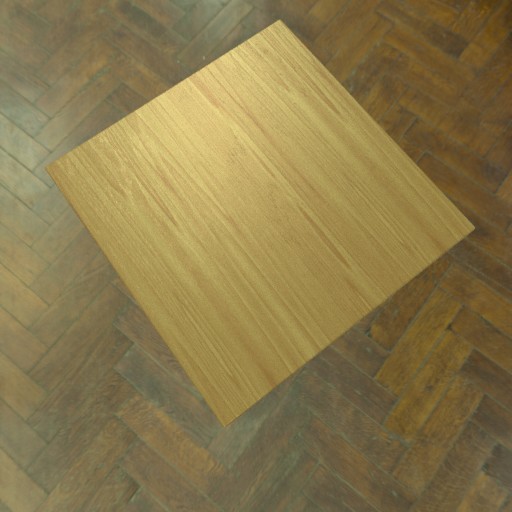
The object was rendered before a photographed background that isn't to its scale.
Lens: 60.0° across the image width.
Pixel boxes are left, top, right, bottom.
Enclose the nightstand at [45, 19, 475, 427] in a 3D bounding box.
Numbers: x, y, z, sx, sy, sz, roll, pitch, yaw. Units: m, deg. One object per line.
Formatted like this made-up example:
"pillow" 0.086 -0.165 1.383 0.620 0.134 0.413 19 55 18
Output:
"nightstand" 0.000 0.000 0.901 0.418 0.614 0.428 -36 78 -9
